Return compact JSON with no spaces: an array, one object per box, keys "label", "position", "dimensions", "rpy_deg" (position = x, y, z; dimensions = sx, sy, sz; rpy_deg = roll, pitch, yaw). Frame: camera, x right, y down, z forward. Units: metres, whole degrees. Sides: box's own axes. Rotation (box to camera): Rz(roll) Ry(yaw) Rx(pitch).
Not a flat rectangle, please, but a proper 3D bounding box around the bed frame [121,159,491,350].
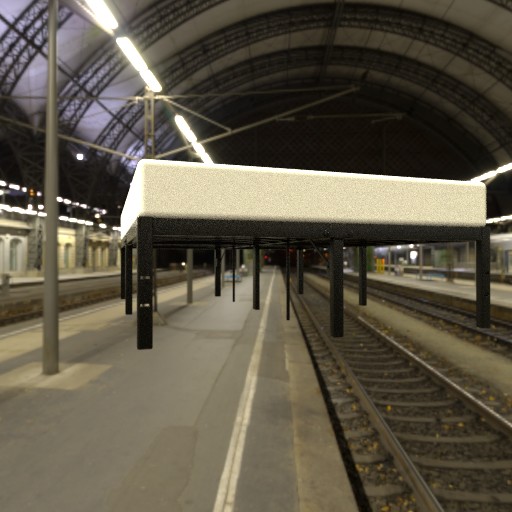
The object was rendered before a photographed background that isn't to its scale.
[{"label":"bed frame","position":[0.000,0.000,2.731],"dimensions":[1.557,0.659,2.072],"rpy_deg":[0,0,-19]}]
